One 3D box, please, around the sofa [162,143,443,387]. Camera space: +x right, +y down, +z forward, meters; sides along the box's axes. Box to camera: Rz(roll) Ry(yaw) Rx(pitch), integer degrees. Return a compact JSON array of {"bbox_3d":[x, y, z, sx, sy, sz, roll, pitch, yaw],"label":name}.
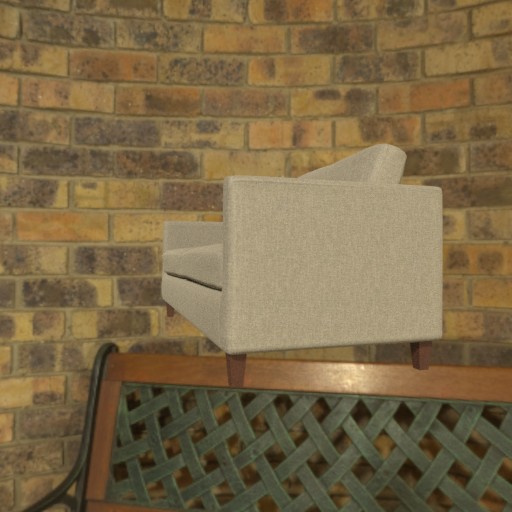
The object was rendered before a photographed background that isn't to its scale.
[{"bbox_3d":[0.000,0.000,2.719,0.956,0.963,2.208,0,0,-18],"label":"sofa"}]
